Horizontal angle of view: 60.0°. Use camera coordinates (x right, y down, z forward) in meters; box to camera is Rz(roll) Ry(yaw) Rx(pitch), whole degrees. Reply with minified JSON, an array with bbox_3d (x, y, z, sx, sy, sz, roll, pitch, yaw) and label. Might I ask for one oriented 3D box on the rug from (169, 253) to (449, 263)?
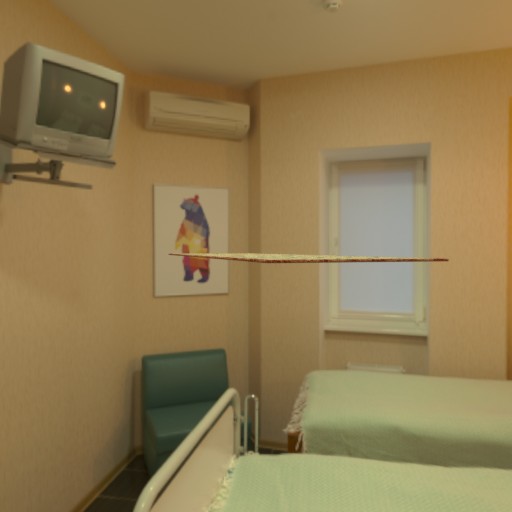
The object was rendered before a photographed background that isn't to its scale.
[{"bbox_3d":[0.000,0.000,2.740,0.750,0.011,2.435,0,1,-19],"label":"rug"}]
